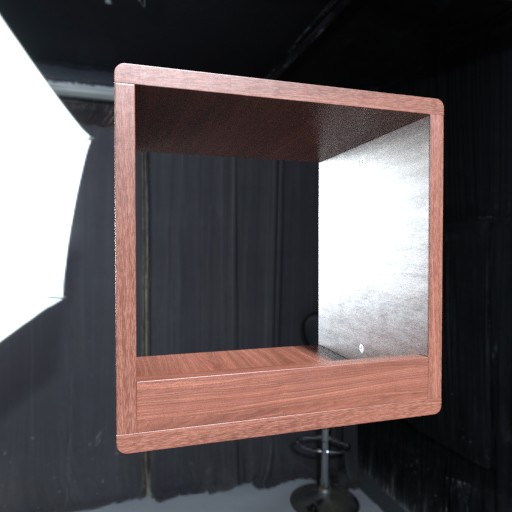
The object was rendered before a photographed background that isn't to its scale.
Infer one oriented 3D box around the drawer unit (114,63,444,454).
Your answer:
[{"bbox_3d":[0.000,0.000,0.585,0.349,0.351,0.290,0,1,-17],"label":"drawer unit"}]
